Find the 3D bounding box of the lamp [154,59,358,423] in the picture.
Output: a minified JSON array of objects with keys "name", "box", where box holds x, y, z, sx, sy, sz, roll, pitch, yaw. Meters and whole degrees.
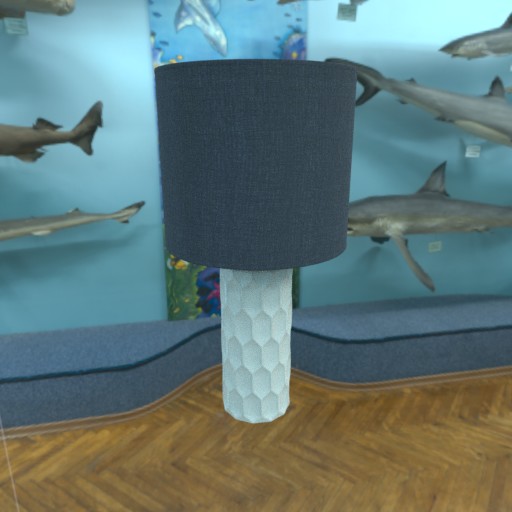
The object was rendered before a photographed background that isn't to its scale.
[{"name":"lamp","box":[0.000,0.000,0.695,0.277,0.537,0.277,-3,17,-9]}]
